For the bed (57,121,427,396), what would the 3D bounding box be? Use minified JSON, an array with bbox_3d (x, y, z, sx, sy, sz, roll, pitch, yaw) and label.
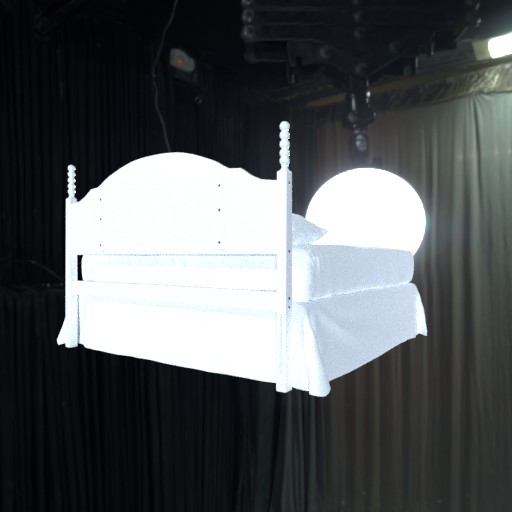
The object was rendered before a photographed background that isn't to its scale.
[{"bbox_3d":[0.000,0.000,3.639,2.322,1.355,2.219,0,0,35],"label":"bed"}]
